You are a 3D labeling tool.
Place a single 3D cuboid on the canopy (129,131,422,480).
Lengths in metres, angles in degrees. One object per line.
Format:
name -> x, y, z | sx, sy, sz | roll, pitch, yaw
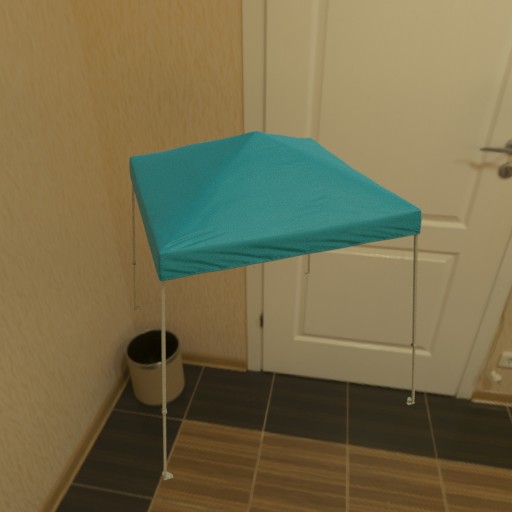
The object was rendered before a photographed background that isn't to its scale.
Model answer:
canopy -> 0.000, 0.000, 6.399 | 3.600, 3.600, 3.599 | -10, 33, -16
